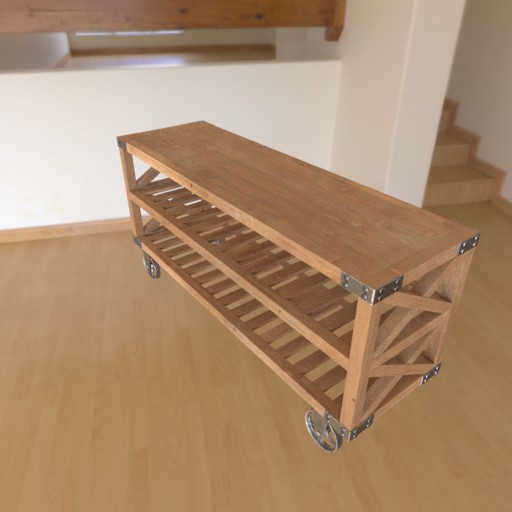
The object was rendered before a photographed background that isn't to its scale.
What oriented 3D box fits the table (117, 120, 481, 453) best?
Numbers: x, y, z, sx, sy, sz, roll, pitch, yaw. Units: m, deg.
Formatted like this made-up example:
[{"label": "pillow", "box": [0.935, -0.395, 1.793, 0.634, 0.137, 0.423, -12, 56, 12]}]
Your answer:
[{"label": "table", "box": [0.000, 0.000, 1.802, 0.467, 0.711, 1.487, -22, 38, -31]}]
